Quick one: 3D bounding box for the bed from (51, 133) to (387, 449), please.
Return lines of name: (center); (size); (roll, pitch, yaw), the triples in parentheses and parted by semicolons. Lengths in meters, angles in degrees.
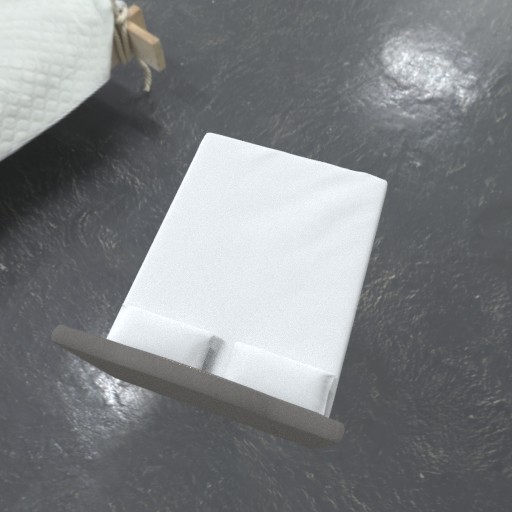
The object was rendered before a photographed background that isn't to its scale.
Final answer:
bed: (0.000, 0.000, 3.407); (1.821, 1.436, 2.282); (17, 67, 8)
